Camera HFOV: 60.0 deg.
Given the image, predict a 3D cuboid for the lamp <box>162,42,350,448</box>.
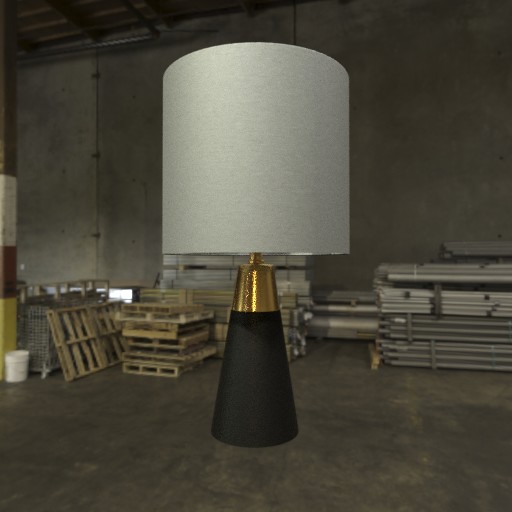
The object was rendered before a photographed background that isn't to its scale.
[{"bbox_3d":[0.000,0.000,0.744,0.308,0.580,0.308,0,-1,16],"label":"lamp"}]
